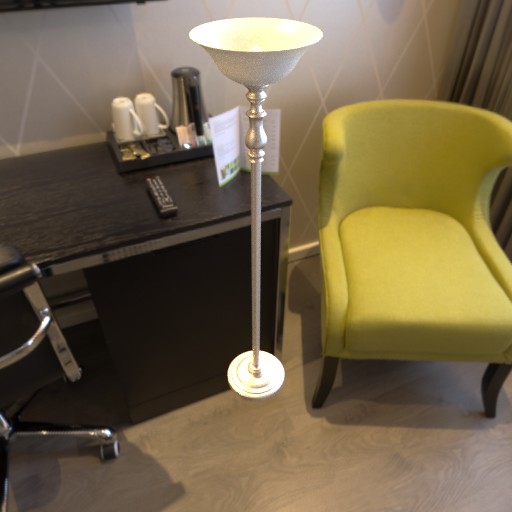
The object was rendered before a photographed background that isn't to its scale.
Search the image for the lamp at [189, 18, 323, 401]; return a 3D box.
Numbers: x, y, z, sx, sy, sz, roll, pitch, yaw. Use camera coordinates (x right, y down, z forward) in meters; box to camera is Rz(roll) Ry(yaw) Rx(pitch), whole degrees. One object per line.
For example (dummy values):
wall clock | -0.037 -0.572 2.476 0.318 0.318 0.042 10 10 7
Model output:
lamp | 0.000 0.000 1.918 0.405 1.771 0.405 25 46 27
